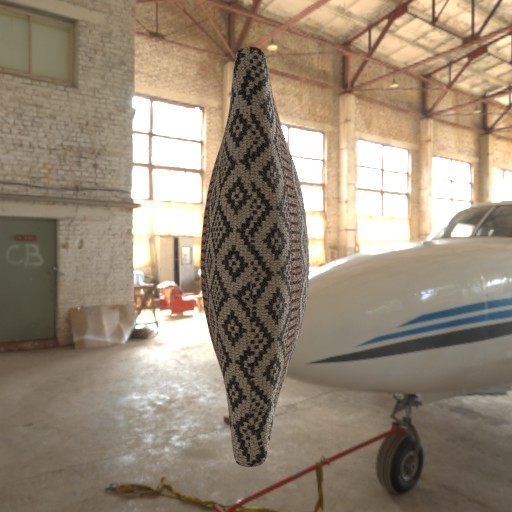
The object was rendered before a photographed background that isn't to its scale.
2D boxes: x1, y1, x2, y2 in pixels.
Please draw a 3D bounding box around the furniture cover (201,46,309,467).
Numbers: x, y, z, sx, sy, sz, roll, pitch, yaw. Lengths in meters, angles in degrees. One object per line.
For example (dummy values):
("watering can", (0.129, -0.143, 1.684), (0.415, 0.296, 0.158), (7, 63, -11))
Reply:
("furniture cover", (0.000, 0.000, 0.778), (0.182, 0.506, 0.503), (0, 1, 2))
